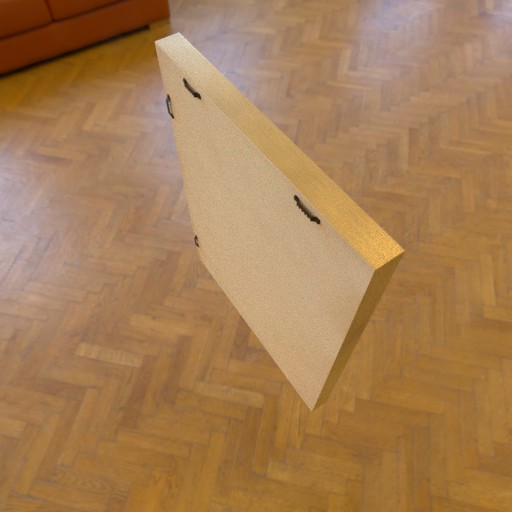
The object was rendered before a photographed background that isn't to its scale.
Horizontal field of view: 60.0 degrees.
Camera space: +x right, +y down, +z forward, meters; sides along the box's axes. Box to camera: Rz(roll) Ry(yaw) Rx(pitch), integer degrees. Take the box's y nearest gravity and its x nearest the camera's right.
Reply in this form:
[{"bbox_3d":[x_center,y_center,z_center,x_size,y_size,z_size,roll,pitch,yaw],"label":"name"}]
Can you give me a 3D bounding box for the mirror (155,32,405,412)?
[{"bbox_3d":[0.000,0.000,0.687,0.041,0.509,0.406,-30,62,-18],"label":"mirror"}]
